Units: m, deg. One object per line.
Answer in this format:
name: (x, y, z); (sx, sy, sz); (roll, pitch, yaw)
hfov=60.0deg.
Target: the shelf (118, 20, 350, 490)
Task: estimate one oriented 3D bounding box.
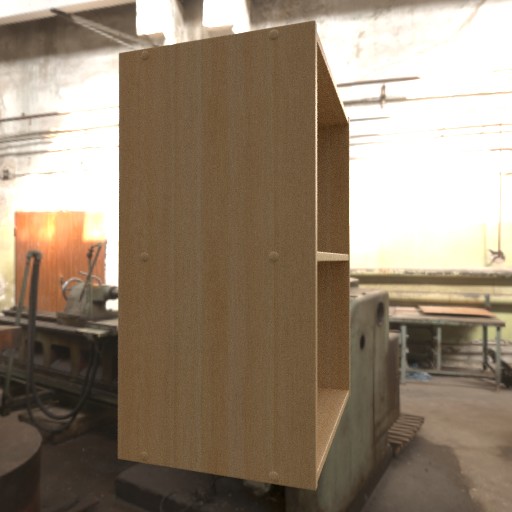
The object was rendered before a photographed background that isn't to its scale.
shelf: (0.000, 0.000, 0.797); (0.290, 0.592, 0.414); (0, 0, 18)
